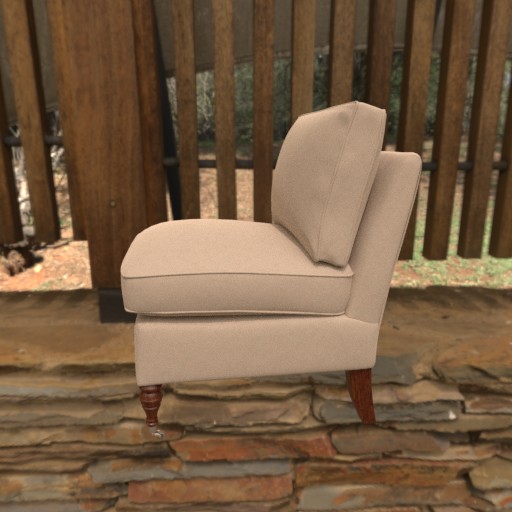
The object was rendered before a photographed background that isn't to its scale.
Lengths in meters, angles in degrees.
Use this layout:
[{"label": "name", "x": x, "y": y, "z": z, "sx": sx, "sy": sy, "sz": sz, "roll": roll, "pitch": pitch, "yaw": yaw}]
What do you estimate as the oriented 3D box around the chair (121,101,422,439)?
[{"label": "chair", "x": 0.000, "y": 0.000, "z": 1.665, "sx": 0.912, "sy": 1.052, "sz": 0.724, "roll": -2, "pitch": 14, "yaw": -8}]
